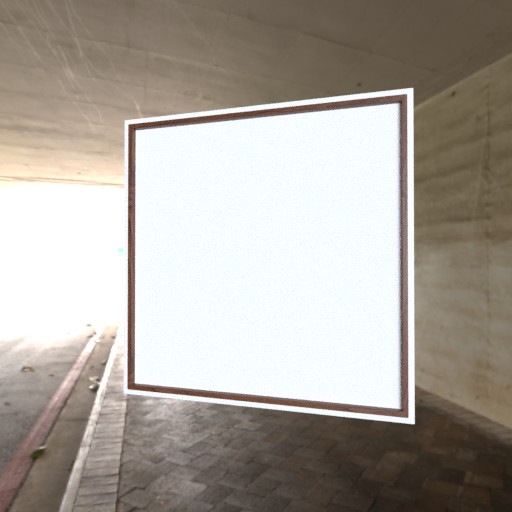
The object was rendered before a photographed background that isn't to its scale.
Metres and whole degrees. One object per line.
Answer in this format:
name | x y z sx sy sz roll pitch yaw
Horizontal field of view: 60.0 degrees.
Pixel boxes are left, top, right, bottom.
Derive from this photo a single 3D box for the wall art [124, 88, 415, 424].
wall art | 0.000 0.000 1.504 1.009 1.009 0.049 0 -1 18
